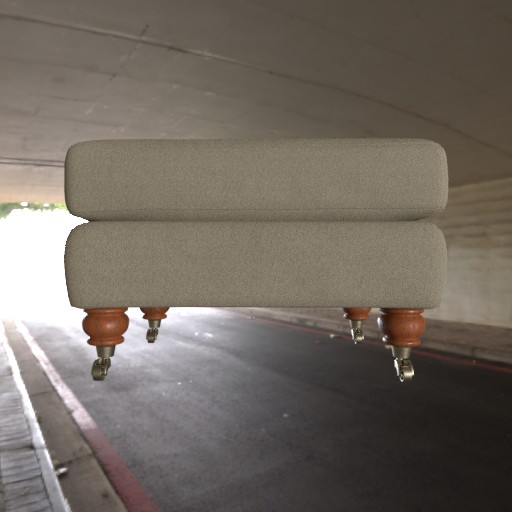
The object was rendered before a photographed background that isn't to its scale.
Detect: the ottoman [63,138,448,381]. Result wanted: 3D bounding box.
[{"bbox_3d":[0.000,0.000,1.124,0.773,0.504,0.569,0,-1,1],"label":"ottoman"}]
